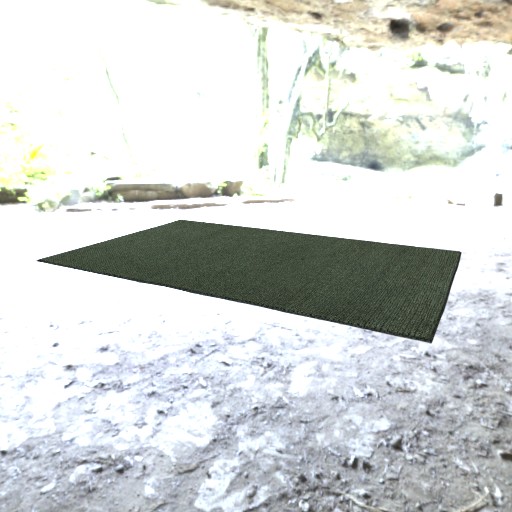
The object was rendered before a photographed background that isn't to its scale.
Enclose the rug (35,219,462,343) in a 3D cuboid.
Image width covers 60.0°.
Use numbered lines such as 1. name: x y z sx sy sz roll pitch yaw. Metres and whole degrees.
1. rug: 0.000 0.000 2.985 2.443 0.021 1.538 8 18 27
